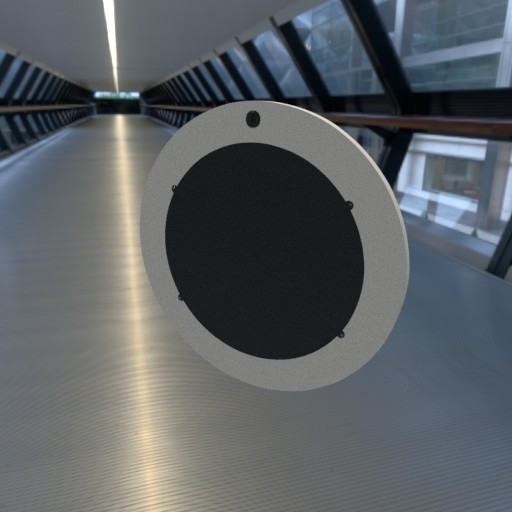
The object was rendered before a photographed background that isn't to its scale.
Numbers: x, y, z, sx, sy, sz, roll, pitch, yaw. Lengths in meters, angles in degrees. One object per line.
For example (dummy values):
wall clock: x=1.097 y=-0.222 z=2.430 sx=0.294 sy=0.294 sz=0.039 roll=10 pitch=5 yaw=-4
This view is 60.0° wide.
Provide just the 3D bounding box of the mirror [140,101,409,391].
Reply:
mirror: x=0.000 y=0.000 z=1.384 sx=0.914 sy=0.914 sz=0.038 roll=9 pitch=20 yaw=27
